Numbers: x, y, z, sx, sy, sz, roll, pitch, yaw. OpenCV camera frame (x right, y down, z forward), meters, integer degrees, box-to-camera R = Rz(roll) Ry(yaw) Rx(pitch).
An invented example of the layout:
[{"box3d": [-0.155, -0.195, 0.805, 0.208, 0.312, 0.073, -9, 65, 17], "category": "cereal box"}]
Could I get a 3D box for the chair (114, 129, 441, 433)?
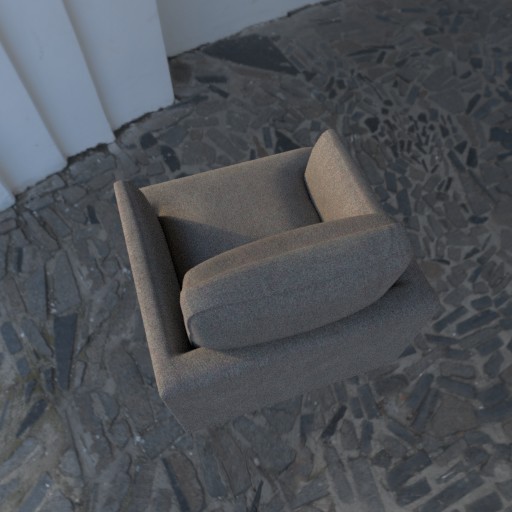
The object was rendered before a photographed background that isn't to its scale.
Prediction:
[{"box3d": [0.000, 0.000, 1.582, 0.858, 0.957, 0.899, -16, 60, -10], "category": "chair"}]
